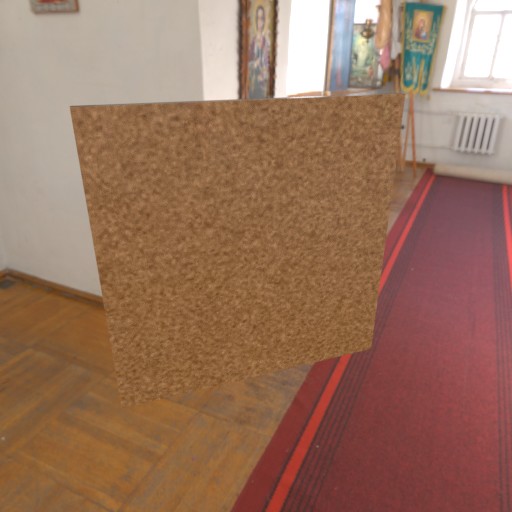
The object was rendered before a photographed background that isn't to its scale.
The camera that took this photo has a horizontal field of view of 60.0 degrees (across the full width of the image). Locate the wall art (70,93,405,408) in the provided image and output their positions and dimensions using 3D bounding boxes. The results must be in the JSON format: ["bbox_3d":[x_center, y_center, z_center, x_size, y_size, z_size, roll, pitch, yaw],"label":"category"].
[{"bbox_3d":[0.000,0.000,0.663,0.446,0.445,0.014,-9,27,-18],"label":"wall art"}]
